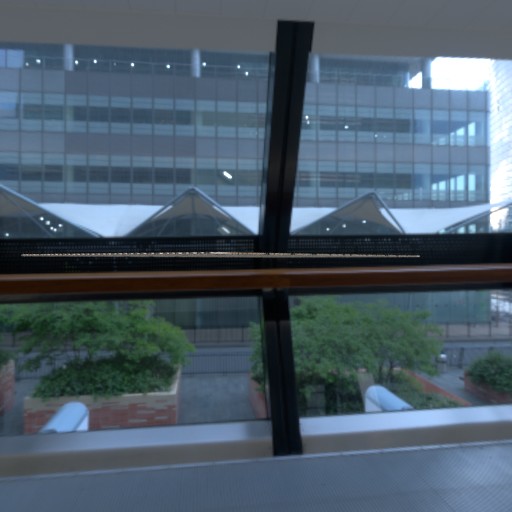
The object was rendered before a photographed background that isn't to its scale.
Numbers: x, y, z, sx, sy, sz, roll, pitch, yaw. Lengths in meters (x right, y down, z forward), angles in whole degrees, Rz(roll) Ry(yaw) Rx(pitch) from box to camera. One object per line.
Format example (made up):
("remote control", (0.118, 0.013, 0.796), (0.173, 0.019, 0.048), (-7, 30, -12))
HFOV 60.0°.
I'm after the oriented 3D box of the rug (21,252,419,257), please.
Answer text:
("rug", (0.000, 0.000, 2.471), (1.196, 0.008, 2.006), (0, 0, 37))
